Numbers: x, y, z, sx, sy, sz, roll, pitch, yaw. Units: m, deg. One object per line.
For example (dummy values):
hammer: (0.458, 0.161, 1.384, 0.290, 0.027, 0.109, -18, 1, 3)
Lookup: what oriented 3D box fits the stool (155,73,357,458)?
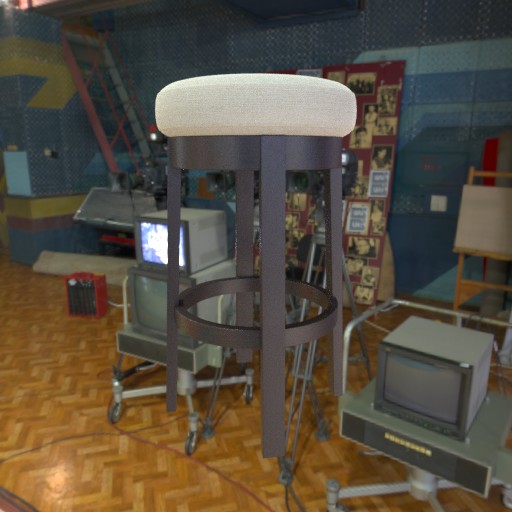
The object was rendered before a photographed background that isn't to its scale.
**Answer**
stool: (0.000, 0.000, 1.039, 0.446, 0.758, 0.446, 0, 14, 0)
